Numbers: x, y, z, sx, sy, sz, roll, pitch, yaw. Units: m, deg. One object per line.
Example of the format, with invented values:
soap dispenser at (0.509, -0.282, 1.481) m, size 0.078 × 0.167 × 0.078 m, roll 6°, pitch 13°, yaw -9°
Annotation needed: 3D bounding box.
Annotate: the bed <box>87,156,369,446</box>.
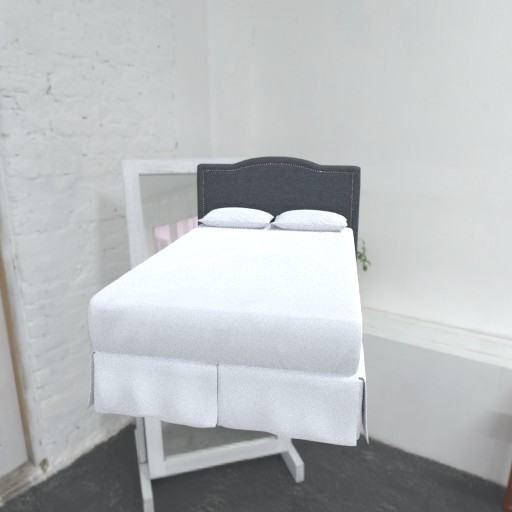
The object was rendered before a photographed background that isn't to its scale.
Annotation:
bed at (0.000, 0.000, 3.569) m, size 1.747 × 1.441 × 2.507 m, roll 3°, pitch 16°, yaw 10°
